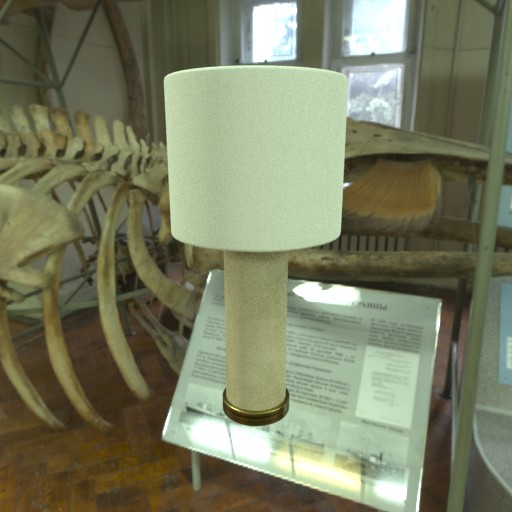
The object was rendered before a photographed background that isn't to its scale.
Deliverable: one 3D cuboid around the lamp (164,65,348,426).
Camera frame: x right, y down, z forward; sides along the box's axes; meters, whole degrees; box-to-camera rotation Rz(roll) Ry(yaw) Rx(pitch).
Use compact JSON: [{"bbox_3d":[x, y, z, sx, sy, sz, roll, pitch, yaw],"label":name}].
[{"bbox_3d":[0.000,0.000,0.825,0.305,0.634,0.305,-2,15,-8],"label":"lamp"}]
